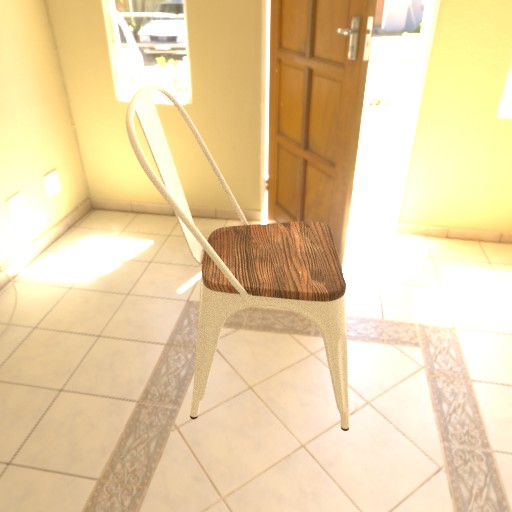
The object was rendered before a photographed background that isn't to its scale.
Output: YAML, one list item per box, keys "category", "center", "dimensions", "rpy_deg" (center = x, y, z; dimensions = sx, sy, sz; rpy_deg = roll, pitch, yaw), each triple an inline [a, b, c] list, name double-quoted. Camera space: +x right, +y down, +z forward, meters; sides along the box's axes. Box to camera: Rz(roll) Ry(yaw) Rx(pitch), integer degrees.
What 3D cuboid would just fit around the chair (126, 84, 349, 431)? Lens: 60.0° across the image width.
- category: "chair"
  center: [0.000, 0.000, 1.187]
  dimensions: [0.521, 0.851, 0.452]
  rpy_deg: [0, 32, 0]
